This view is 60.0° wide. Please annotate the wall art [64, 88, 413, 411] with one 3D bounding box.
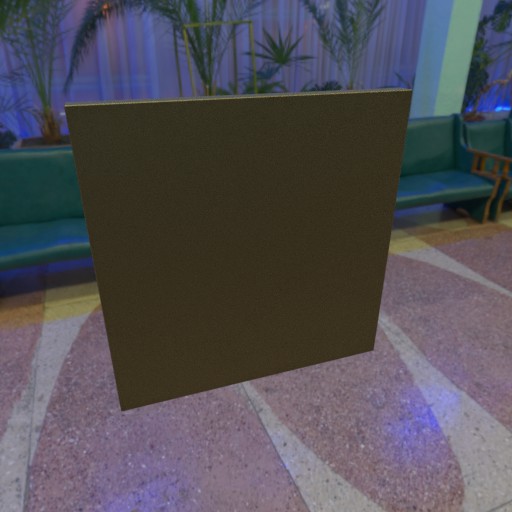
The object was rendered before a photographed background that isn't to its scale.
[{"bbox_3d":[0.000,0.000,0.738,0.503,0.506,0.031,-9,28,-17],"label":"wall art"}]
